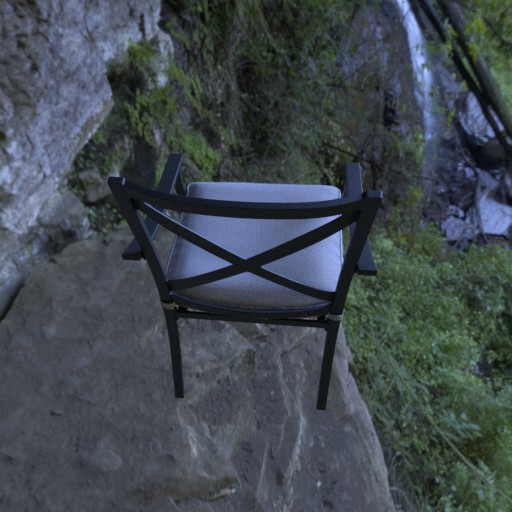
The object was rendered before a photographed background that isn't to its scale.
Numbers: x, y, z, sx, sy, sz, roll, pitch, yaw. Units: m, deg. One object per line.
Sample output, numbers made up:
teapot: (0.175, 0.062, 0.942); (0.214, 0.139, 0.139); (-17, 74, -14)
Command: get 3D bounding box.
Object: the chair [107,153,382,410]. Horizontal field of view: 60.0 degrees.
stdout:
chair: (0.000, 0.000, 1.285); (0.575, 0.889, 0.620); (4, 45, 4)
